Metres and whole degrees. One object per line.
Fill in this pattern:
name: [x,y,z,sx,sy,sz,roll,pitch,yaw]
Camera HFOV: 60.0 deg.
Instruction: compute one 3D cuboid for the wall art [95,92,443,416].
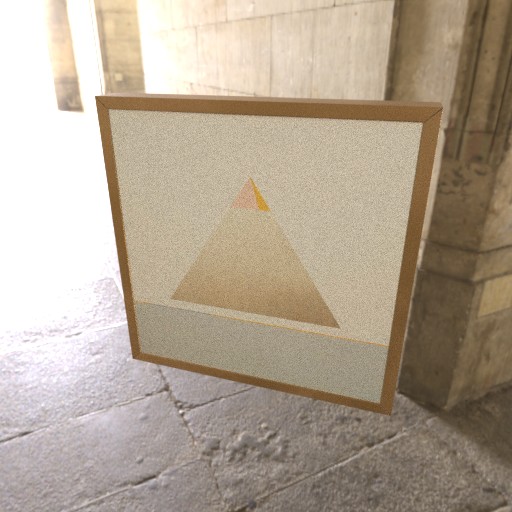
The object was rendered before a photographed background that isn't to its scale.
wall art: [0.000,0.000,0.452,0.305,0.303,0.038,8,26,16]
